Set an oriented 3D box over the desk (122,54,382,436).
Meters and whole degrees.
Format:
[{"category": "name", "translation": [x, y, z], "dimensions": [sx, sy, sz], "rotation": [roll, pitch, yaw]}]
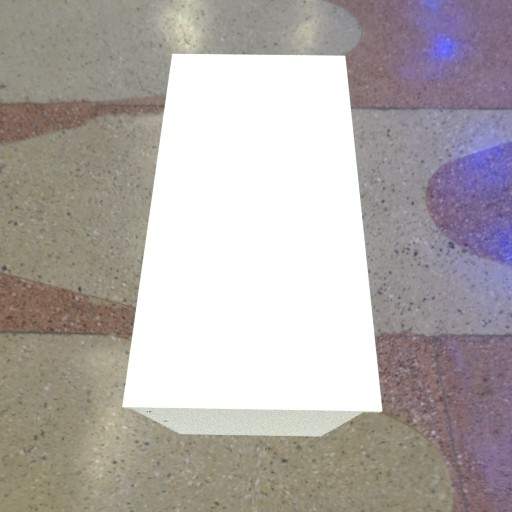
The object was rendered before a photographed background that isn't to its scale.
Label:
[{"category": "desk", "translation": [0.000, 0.000, 1.522], "dimensions": [0.560, 0.730, 1.096], "rotation": [1, 64, 0]}]
